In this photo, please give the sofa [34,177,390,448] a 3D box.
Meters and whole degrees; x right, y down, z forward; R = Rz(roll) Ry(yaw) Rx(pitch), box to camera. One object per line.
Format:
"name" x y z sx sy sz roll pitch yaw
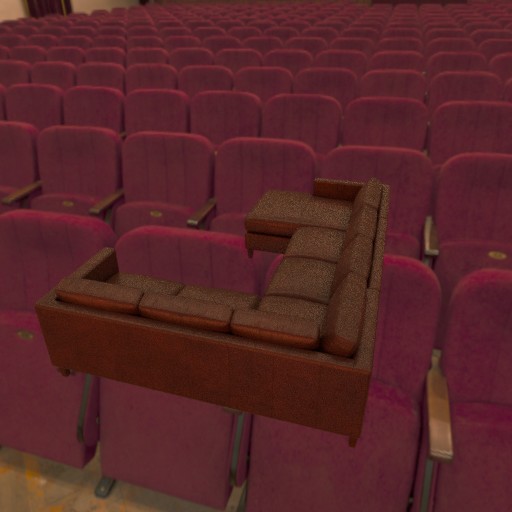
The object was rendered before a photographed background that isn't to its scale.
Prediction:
"sofa" 0.000 0.000 4.488 2.452 0.891 3.324 8 31 14
